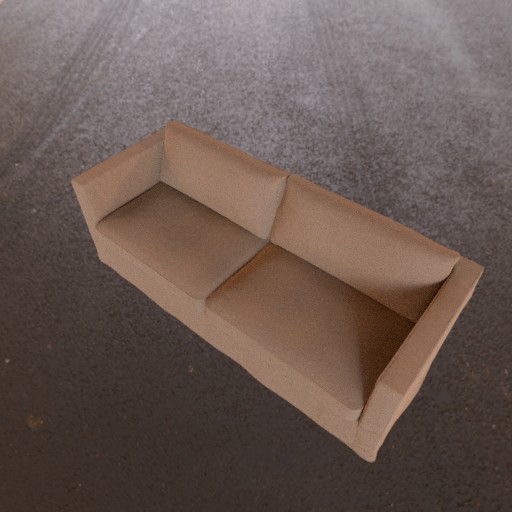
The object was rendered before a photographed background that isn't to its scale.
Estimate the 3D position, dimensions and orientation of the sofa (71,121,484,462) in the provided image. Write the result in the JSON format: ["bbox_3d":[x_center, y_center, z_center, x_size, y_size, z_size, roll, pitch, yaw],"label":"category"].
[{"bbox_3d":[0.000,0.000,2.701,2.296,0.847,0.956,31,54,26],"label":"sofa"}]
